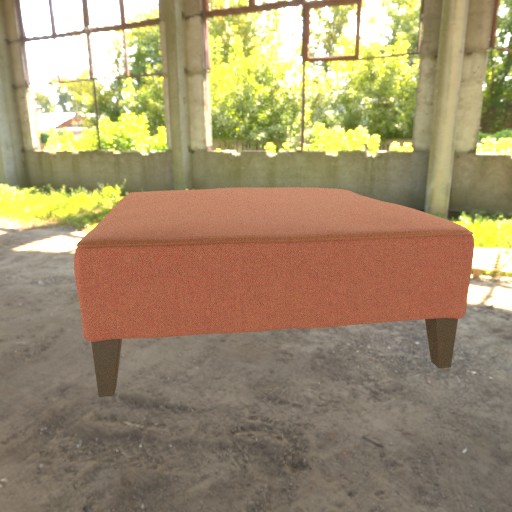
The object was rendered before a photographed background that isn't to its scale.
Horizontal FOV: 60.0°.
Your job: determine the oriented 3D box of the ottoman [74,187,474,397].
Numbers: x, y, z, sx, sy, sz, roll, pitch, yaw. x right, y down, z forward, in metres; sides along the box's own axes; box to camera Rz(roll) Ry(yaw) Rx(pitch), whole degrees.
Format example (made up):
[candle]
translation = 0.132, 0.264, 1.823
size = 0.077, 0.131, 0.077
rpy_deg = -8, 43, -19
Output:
[ottoman]
translation = 0.000, 0.000, 1.559
size = 0.999, 0.438, 0.997
rpy_deg = -2, 15, -9
